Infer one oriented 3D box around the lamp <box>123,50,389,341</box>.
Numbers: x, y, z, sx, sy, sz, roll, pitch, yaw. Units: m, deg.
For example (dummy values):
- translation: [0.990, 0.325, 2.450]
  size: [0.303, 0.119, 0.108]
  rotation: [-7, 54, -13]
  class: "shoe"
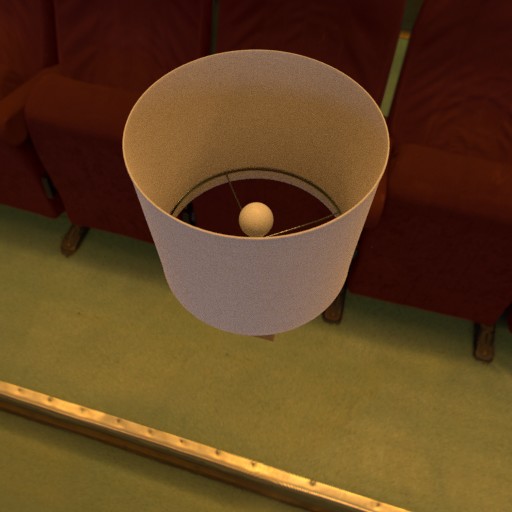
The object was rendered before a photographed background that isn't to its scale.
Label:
- translation: [0.000, 0.000, 0.561]
  size: [0.229, 0.417, 0.229]
  rotation: [14, 59, 8]
  class: "lamp"
